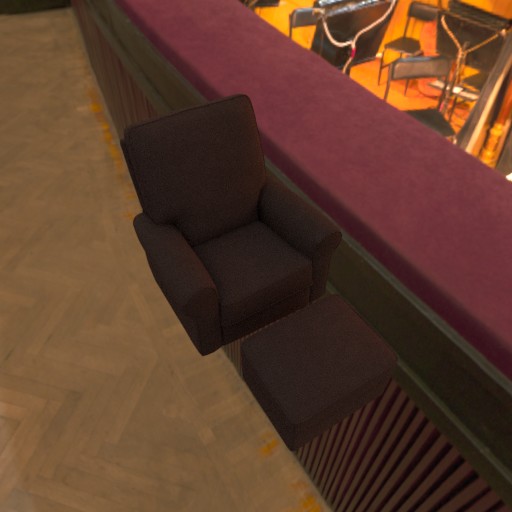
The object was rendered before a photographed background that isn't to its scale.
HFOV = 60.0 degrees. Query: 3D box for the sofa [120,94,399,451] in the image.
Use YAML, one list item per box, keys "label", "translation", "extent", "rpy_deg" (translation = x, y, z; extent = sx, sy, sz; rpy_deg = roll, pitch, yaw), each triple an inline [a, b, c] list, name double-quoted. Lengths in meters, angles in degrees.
- label: "sofa"
  translation: [0.000, 0.000, 2.109]
  extent: [0.880, 0.959, 1.478]
  rpy_deg: [-24, 51, -21]
